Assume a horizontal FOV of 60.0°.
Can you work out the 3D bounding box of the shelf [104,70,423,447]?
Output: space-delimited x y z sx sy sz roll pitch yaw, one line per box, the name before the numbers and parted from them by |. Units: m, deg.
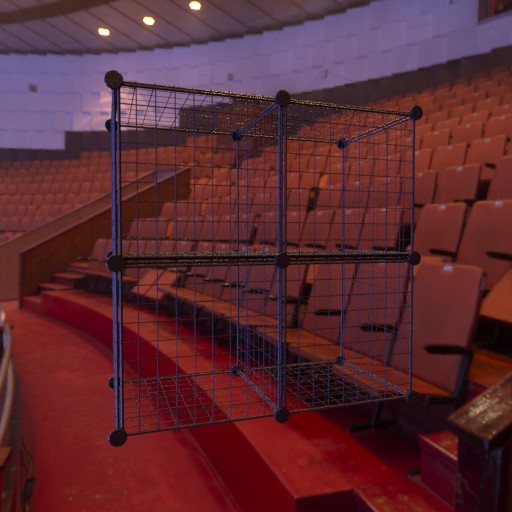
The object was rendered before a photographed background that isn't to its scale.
shelf | 0.000 0.000 1.113 0.711 0.711 0.356 -1 2 -19
